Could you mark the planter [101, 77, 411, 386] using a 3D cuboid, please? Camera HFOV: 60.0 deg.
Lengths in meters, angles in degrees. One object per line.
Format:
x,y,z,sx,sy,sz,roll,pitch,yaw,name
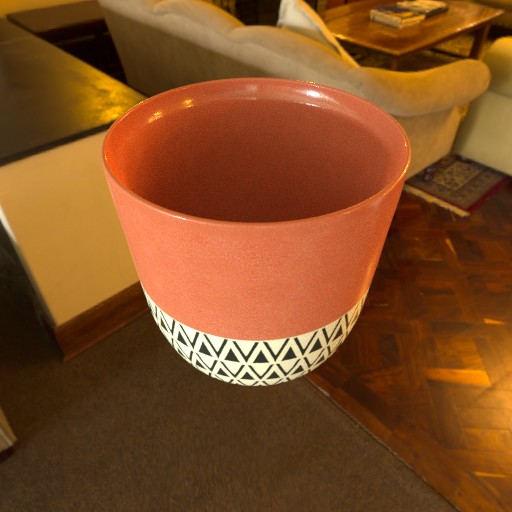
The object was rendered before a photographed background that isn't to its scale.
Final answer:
0.000,0.000,0.358,0.195,0.214,0.195,0,42,0,planter
